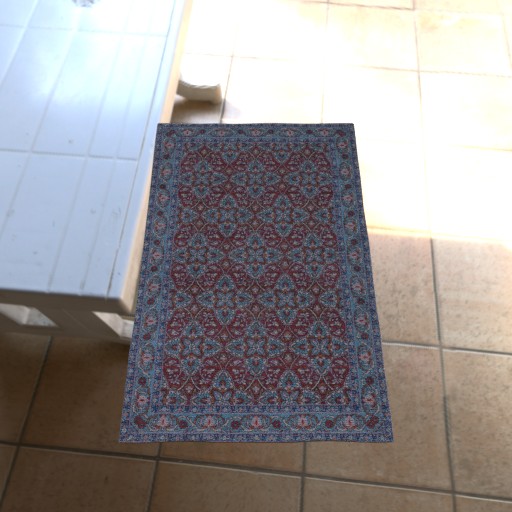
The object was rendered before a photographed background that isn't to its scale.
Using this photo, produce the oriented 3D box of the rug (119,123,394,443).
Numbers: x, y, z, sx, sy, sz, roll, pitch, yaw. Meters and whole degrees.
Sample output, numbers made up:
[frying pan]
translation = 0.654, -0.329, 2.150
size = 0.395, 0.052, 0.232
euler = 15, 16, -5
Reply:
[rug]
translation = 0.000, 0.000, 2.350
size = 1.219, 0.009, 1.829
euler = 0, 64, 0
